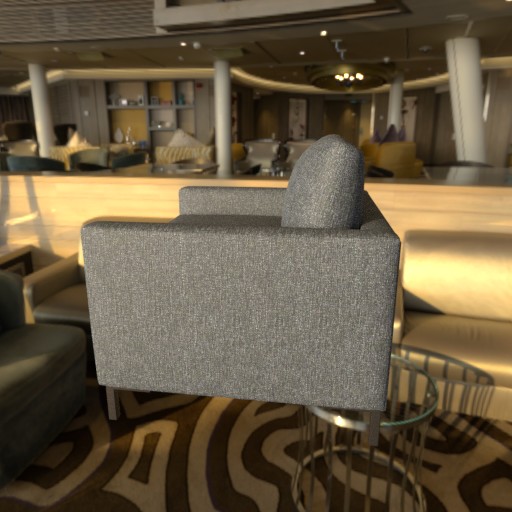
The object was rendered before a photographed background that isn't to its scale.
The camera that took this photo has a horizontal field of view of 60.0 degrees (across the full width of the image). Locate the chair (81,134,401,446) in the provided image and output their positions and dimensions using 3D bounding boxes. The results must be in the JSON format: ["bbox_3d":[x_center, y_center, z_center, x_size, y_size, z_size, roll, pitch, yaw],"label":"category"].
[{"bbox_3d":[0.000,0.000,1.630,0.866,0.861,0.963,2,16,8],"label":"chair"}]
